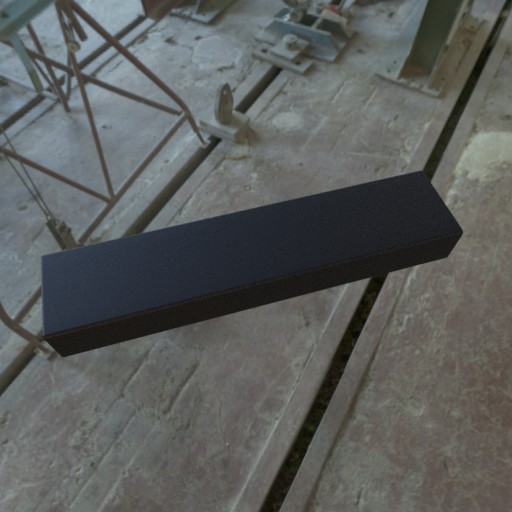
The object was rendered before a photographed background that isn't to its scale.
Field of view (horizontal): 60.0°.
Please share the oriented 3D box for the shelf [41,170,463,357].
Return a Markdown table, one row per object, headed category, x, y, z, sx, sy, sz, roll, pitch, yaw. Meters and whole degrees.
| category | x | y | z | sx | sy | sz | roll | pitch | yaw |
| --- | --- | --- | --- | --- | --- | --- | --- | --- | --- |
| shelf | 0.000 | 0.000 | 0.508 | 0.456 | 0.053 | 0.102 | -14 | 58 | -9 |
